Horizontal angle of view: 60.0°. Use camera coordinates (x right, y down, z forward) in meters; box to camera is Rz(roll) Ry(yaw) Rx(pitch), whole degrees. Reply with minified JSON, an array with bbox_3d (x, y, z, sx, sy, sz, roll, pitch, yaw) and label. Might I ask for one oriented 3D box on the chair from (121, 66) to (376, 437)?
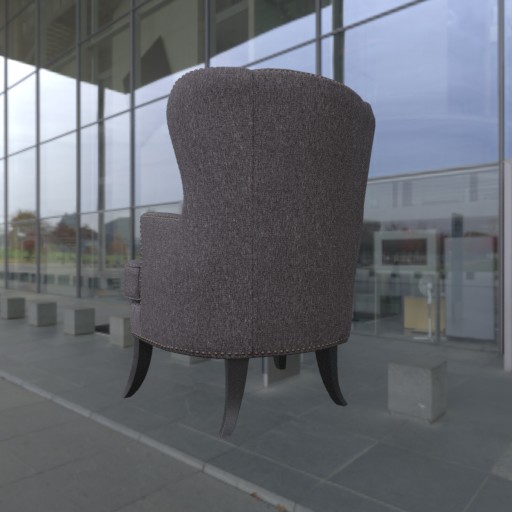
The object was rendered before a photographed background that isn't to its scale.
[{"bbox_3d":[0.000,0.000,1.595,0.759,1.060,0.758,0,0,-34],"label":"chair"}]
